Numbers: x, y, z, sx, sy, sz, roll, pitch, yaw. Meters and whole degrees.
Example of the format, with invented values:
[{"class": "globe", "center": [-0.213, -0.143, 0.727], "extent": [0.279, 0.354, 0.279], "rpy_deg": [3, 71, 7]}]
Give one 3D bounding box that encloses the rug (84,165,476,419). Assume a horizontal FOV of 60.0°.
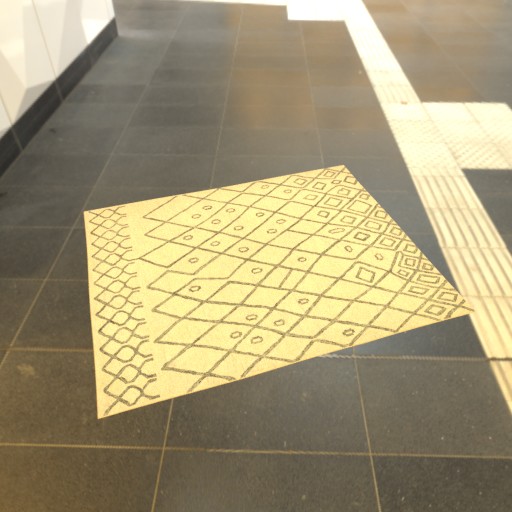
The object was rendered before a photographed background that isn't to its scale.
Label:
[{"class": "rug", "center": [0.000, 0.000, 4.189], "extent": [3.046, 0.015, 2.446], "rpy_deg": [-12, 44, -13]}]
